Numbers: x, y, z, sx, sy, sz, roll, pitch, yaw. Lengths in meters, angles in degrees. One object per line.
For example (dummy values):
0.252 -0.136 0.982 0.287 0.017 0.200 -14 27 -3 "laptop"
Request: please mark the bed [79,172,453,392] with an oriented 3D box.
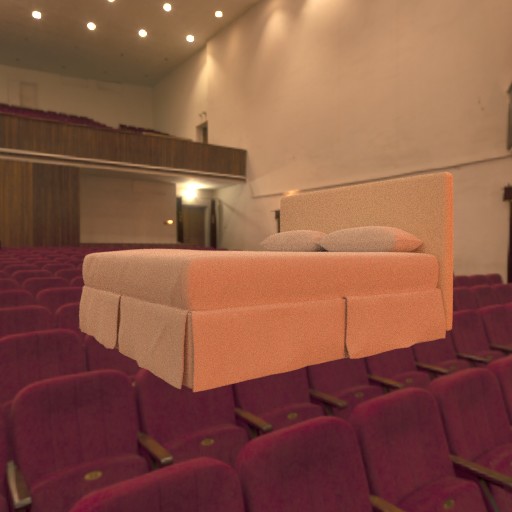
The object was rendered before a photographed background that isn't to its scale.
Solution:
0.000 0.000 3.607 2.341 1.317 2.119 -1 1 -36 "bed"
